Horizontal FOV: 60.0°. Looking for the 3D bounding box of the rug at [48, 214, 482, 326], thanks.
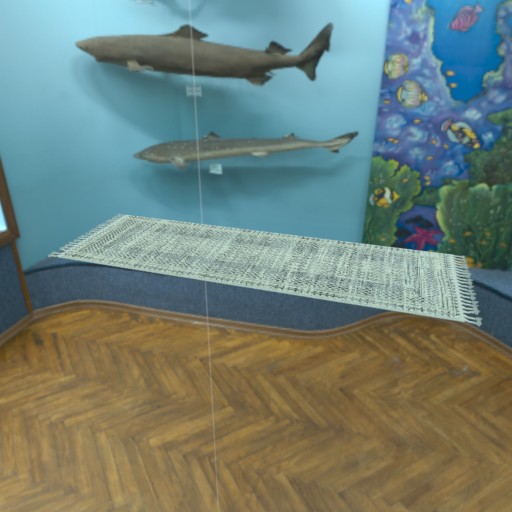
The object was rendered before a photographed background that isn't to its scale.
[{"bbox_3d":[0.000,0.000,2.731,2.480,0.013,0.786,8,27,16],"label":"rug"}]
